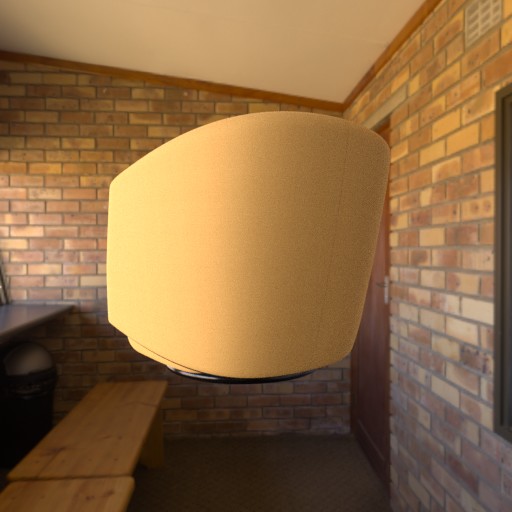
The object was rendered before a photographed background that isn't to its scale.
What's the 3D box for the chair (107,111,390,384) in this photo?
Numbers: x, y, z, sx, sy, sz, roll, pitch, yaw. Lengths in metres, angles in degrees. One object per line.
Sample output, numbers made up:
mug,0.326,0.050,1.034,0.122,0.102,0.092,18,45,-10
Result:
chair,0.000,0.000,1.395,0.773,0.698,0.767,0,0,-36
